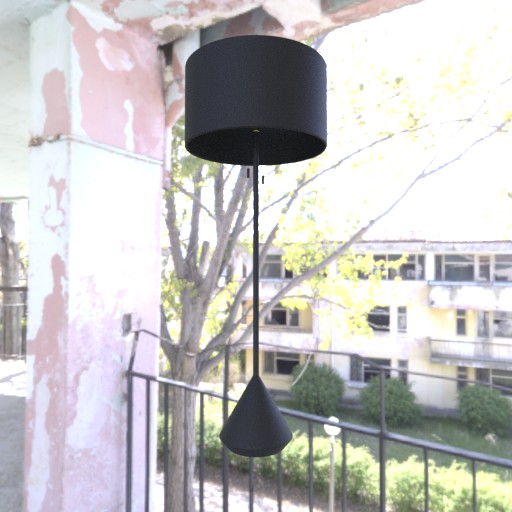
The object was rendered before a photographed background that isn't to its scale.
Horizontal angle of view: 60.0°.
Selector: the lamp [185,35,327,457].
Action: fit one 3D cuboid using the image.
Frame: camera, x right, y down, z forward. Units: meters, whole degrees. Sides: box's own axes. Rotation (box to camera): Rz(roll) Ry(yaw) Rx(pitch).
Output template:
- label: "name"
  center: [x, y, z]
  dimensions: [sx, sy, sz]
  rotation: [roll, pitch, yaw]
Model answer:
- label: "lamp"
  center: [0.000, 0.000, 1.808]
  dimensions: [0.580, 1.526, 0.580]
  rotation: [-1, -2, 36]
